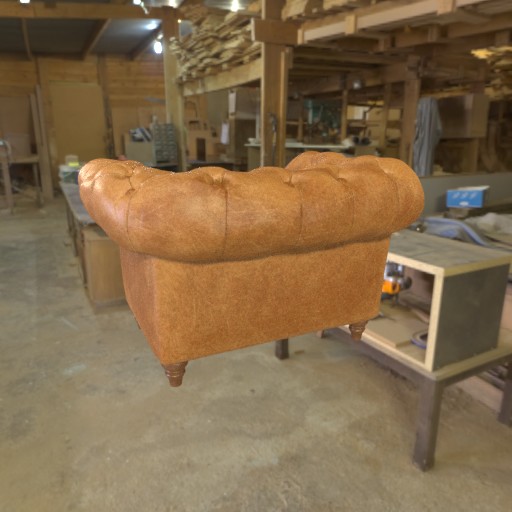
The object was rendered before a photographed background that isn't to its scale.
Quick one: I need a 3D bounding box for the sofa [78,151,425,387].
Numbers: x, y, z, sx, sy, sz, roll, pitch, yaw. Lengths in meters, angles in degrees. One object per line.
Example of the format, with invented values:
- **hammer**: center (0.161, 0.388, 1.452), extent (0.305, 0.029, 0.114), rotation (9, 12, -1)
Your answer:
- **sofa**: center (0.000, 0.000, 1.997), extent (1.405, 0.878, 1.033), rotation (-8, 18, -25)
